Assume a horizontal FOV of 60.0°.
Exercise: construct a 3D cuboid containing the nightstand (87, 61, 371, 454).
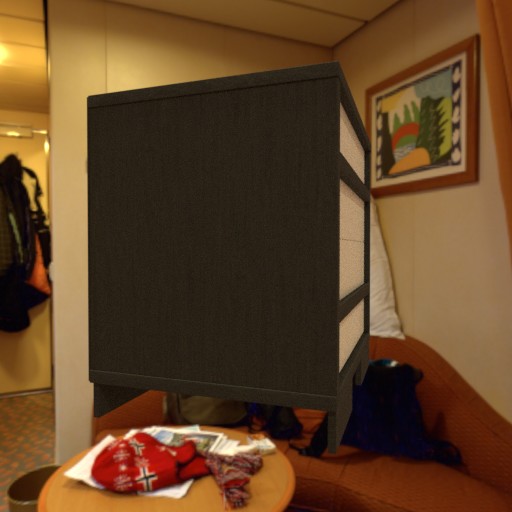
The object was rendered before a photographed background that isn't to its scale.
[{"bbox_3d":[0.000,0.000,0.760,0.347,0.448,0.427,0,1,19],"label":"nightstand"}]
